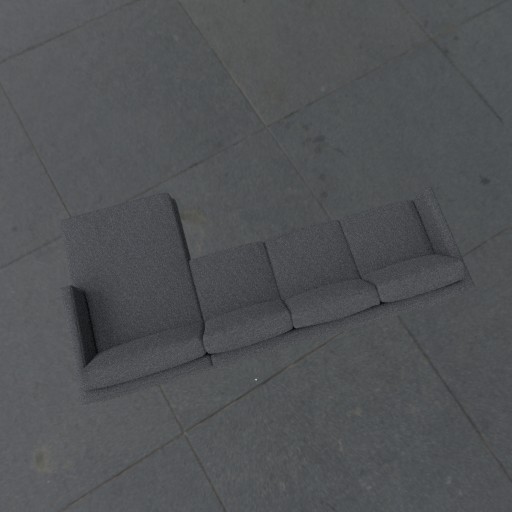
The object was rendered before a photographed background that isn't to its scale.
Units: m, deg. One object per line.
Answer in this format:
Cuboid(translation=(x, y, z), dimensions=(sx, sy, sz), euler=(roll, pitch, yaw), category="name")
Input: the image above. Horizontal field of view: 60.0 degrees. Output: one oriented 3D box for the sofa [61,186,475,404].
Cuboid(translation=(0.000, 0.000, 3.842), dimensions=(3.186, 0.846, 1.625), euler=(-16, 75, -4), category="sofa")
